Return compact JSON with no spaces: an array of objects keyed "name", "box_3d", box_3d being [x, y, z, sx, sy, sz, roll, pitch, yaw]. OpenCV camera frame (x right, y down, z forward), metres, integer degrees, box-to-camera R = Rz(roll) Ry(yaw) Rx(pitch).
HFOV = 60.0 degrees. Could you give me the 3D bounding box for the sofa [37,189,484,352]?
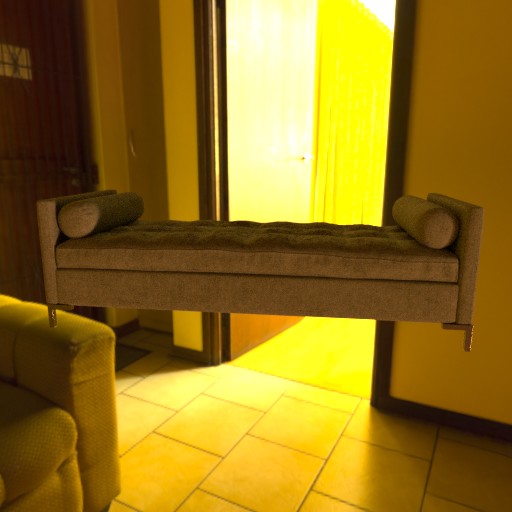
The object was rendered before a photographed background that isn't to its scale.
[{"name":"sofa","box_3d":[0.000,0.000,2.456,2.102,0.657,0.797,2,13,8]}]
